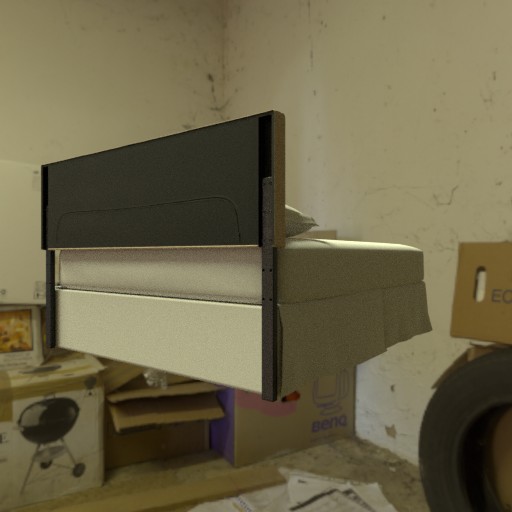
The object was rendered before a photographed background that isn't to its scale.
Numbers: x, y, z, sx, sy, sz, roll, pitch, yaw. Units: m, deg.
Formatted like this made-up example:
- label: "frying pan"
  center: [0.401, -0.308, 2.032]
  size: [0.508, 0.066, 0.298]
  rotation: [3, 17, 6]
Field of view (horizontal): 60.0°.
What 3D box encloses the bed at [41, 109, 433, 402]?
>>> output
- label: "bed"
  center: [0.000, 0.000, 2.736]
  size: [1.616, 1.016, 1.876]
  rotation: [0, 0, 37]
